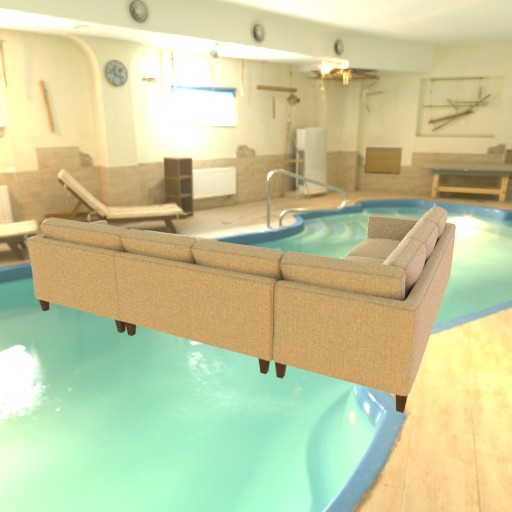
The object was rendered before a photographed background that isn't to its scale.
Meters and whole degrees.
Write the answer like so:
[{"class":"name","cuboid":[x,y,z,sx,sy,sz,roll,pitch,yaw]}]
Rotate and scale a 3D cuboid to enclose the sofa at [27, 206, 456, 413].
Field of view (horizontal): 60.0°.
[{"class":"sofa","cuboid":[0.000,0.000,4.357,3.403,0.889,2.551,9,19,27]}]
